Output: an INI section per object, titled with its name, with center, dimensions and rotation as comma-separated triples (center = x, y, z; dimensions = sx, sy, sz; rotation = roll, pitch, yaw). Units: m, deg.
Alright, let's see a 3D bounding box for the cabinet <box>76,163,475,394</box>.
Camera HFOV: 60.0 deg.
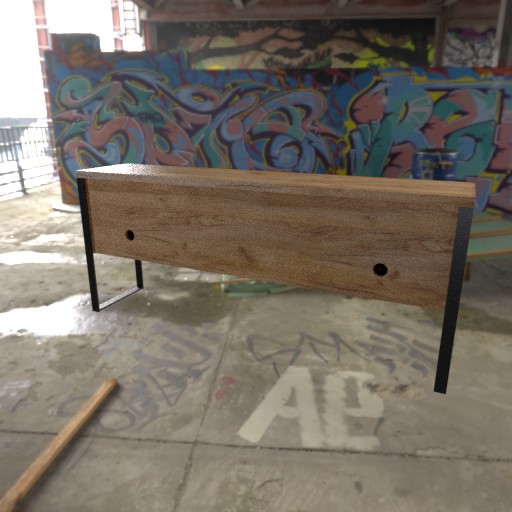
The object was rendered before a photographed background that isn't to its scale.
[cabinet]
center = 0.000, 0.000, 2.125
dimensions = 1.800, 0.762, 0.395
rotation = 8, 19, 24
